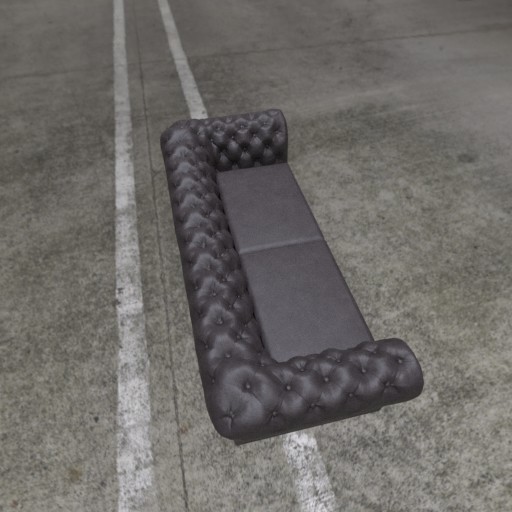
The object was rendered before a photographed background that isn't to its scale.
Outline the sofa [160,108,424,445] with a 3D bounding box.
[{"bbox_3d":[0.000,0.000,2.816,0.944,0.783,2.385,-10,48,-9],"label":"sofa"}]
